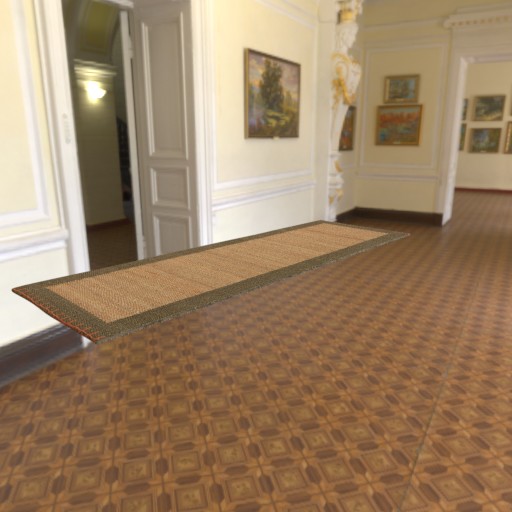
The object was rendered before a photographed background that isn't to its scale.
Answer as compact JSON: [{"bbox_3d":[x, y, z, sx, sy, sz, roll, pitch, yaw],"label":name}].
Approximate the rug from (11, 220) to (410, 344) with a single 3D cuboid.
[{"bbox_3d":[0.000,0.000,2.599,0.810,0.016,2.413,14,20,42],"label":"rug"}]
